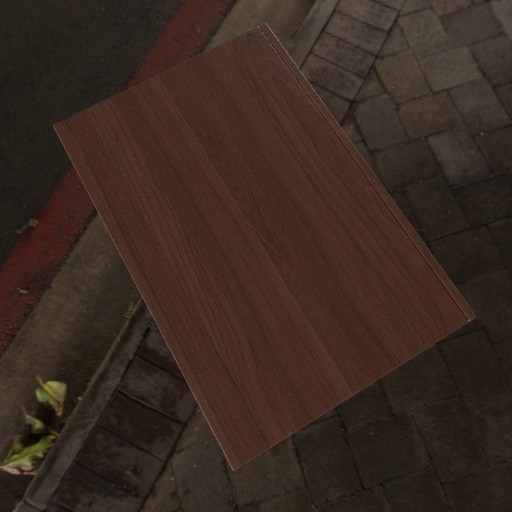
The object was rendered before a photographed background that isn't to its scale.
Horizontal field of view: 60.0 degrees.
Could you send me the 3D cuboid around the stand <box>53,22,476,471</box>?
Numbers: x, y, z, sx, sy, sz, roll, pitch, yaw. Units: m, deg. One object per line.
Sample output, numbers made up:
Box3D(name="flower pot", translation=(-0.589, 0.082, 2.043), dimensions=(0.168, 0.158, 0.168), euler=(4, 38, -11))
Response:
Box3D(name="stand", translation=(0.000, 0.000, 0.925), dimensions=(0.420, 0.500, 0.600), euler=(-29, 77, -8))
